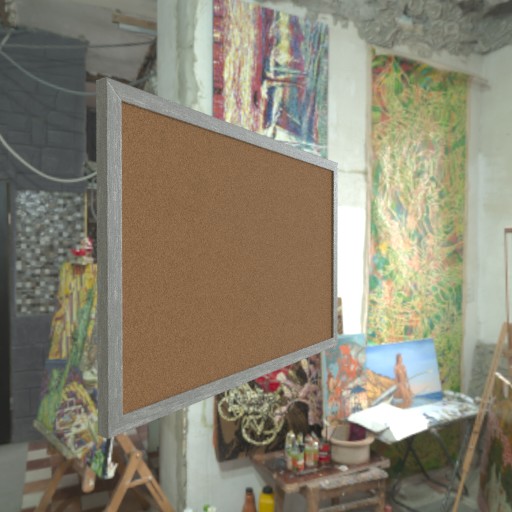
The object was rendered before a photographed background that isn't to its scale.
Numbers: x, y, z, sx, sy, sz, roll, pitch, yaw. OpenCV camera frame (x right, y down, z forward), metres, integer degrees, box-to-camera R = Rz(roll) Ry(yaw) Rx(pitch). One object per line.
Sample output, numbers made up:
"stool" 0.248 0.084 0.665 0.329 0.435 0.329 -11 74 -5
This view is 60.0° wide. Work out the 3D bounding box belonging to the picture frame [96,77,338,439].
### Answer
"picture frame" 0.000 0.000 1.179 0.029 0.640 0.950 1 1 35
